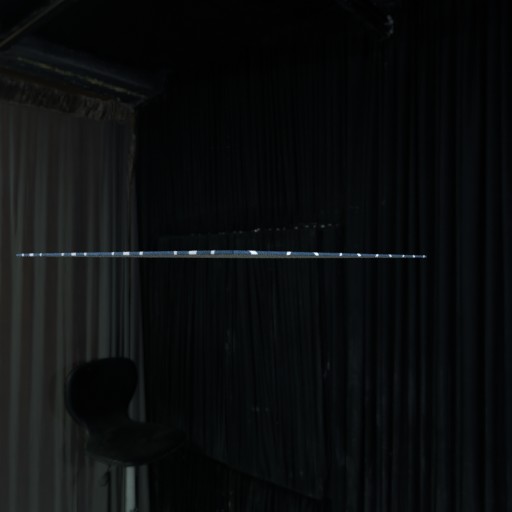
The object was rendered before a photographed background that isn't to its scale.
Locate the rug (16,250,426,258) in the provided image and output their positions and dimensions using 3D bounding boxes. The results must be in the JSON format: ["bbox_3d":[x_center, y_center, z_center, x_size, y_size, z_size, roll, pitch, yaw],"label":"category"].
[{"bbox_3d":[0.000,0.000,2.172,1.143,0.010,1.753,0,-1,36],"label":"rug"}]
